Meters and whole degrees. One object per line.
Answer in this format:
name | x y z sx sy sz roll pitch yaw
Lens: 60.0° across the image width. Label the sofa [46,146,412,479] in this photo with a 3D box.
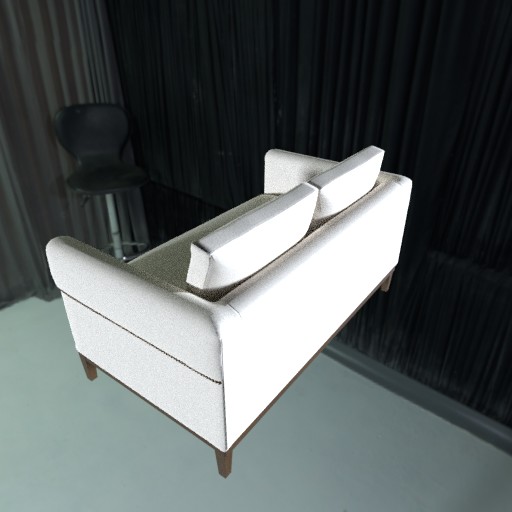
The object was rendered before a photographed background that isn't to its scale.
sofa | 0.000 0.000 2.145 0.905 0.873 1.598 20 36 31
